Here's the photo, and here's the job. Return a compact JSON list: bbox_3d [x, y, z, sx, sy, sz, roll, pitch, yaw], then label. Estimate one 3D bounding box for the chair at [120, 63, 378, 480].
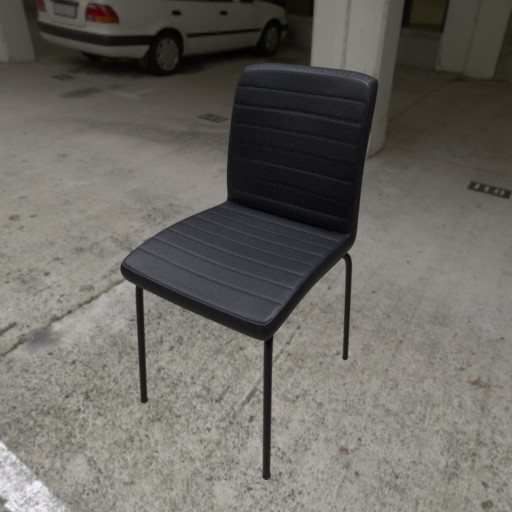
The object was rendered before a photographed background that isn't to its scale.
[{"bbox_3d":[0.000,0.000,1.179,0.450,0.872,0.572,19,36,28],"label":"chair"}]
